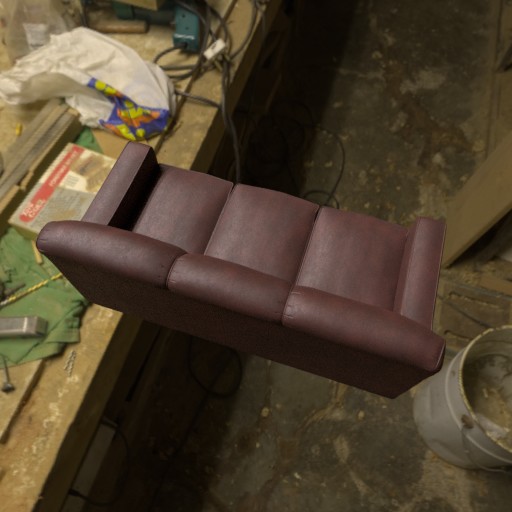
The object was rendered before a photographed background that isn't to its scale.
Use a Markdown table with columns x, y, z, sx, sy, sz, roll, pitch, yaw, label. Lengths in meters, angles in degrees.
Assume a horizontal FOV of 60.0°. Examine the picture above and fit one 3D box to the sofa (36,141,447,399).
| x | y | z | sx | sy | sz | roll | pitch | yaw | label |
| --- | --- | --- | --- | --- | --- | --- | --- | --- | --- |
| 0.000 | 0.000 | 2.623 | 2.039 | 0.953 | 1.008 | 16 | 64 | 8 | sofa |
